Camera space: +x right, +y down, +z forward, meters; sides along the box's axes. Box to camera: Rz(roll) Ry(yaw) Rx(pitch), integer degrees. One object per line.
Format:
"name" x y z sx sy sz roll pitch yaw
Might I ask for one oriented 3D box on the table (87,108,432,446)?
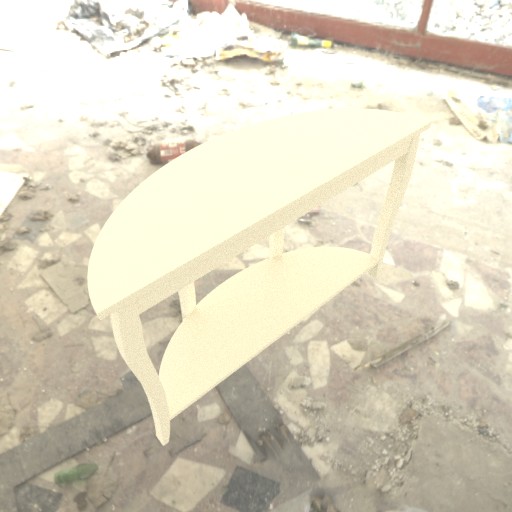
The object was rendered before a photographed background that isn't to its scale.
"table" 0.000 0.000 1.592 1.219 0.780 0.394 -32 54 -27
